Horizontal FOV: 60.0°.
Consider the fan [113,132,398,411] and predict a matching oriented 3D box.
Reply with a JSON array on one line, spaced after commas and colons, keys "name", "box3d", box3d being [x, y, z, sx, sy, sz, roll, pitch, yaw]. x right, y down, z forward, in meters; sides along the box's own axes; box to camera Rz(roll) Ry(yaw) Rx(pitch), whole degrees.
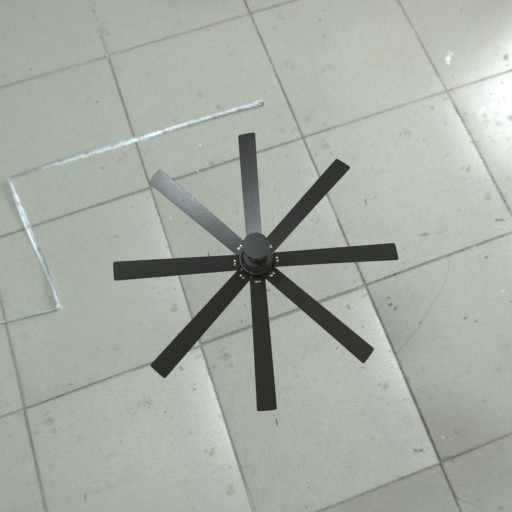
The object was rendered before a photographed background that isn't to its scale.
[{"name": "fan", "box3d": [0.000, 0.000, 2.724, 1.830, 0.472, 1.830, 40, 79, 9]}]
